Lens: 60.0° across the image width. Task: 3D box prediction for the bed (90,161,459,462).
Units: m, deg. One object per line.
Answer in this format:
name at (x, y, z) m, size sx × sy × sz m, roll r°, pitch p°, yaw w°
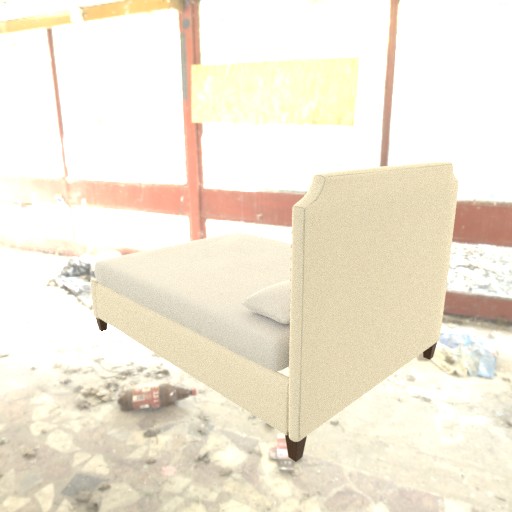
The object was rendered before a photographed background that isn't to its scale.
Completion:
bed at (0.000, 0.000, 3.463) m, size 1.712 × 1.497 × 2.372 m, roll -15°, pitch 21°, yaw -42°
